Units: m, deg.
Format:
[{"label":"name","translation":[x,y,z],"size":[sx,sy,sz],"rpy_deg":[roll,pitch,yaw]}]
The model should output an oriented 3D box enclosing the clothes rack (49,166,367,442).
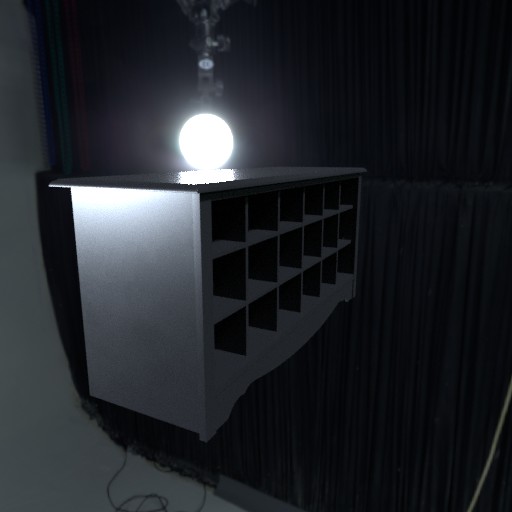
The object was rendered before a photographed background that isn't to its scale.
[{"label":"clothes rack","translation":[0.000,0.000,1.487],"size":[0.406,0.556,1.219],"rpy_deg":[7,15,27]}]
